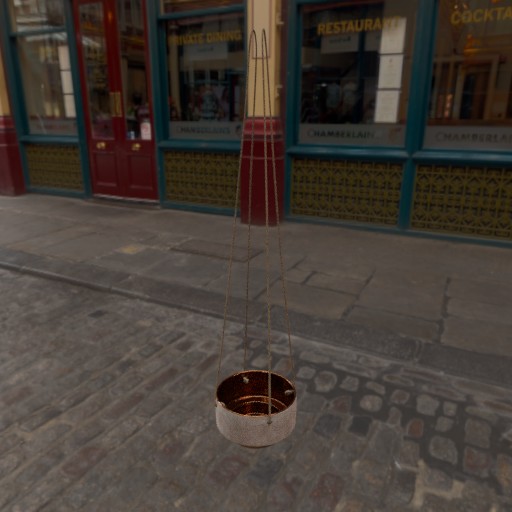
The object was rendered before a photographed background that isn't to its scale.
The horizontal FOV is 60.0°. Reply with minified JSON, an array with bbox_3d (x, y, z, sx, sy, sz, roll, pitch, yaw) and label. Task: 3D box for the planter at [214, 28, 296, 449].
[{"bbox_3d":[0.000,0.000,1.110,0.223,1.030,0.223,8,18,26],"label":"planter"}]
